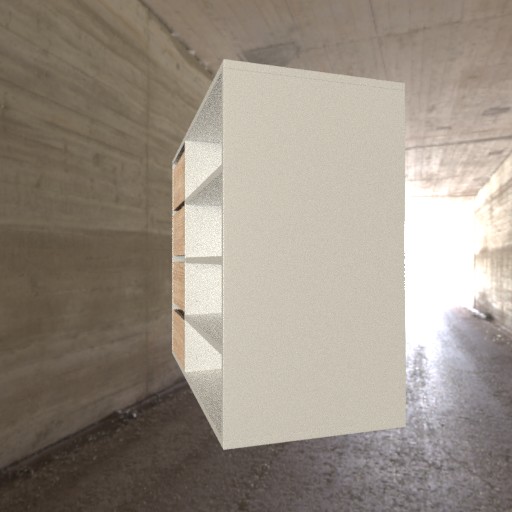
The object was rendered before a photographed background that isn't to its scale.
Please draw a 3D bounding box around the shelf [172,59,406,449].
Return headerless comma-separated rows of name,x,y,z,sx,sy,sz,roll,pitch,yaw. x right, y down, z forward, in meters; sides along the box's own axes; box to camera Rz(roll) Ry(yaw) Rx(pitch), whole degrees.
shelf,0.000,0.000,1.315,0.396,0.732,0.895,0,-1,-17
